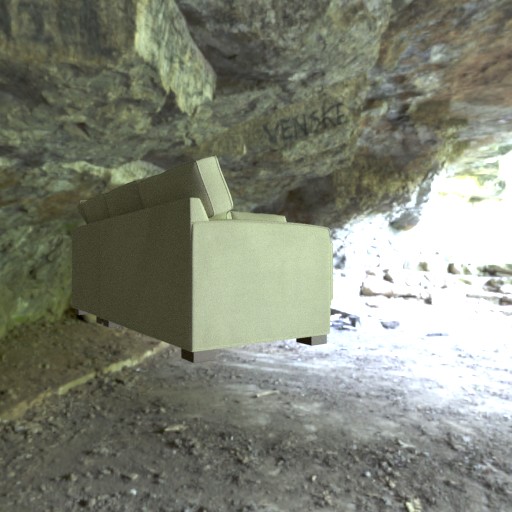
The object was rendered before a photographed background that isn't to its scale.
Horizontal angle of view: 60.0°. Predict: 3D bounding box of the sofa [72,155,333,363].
[{"bbox_3d":[0.000,0.000,3.380,2.189,0.939,2.182,0,-1,-35],"label":"sofa"}]
